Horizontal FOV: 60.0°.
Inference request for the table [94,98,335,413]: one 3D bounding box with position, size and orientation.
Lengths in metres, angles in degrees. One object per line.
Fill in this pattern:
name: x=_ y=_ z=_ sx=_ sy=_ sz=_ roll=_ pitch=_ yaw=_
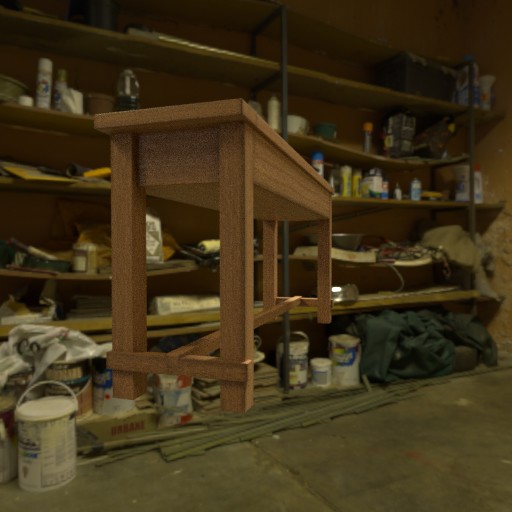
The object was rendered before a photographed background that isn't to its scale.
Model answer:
table: x=0.000 y=0.000 z=1.869 sx=0.442 sy=0.762 sz=1.599 roll=0 pitch=1 yaw=18
